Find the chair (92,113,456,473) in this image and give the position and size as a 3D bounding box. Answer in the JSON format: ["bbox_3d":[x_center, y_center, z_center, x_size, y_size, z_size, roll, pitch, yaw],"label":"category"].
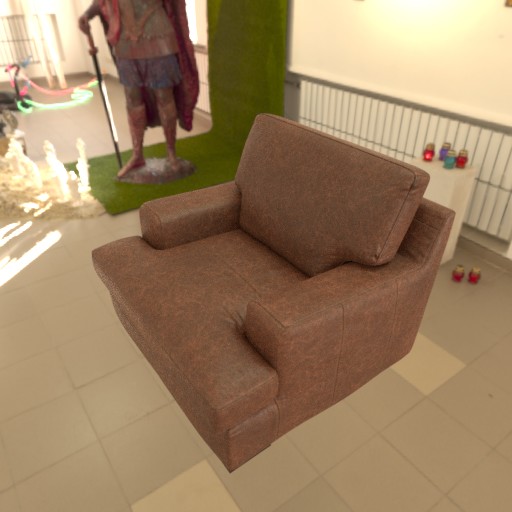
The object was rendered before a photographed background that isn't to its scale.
[{"bbox_3d":[0.000,0.000,1.963,1.143,0.939,1.168,-22,39,-30],"label":"chair"}]
